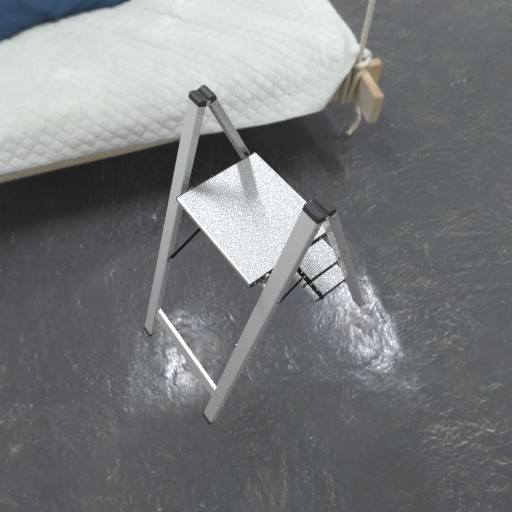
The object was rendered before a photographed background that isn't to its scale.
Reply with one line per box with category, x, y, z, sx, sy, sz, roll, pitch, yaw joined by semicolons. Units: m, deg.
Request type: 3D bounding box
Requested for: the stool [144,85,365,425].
stool;0.000;0.000;1.292;0.730;0.902;0.441;-34;65;-18
